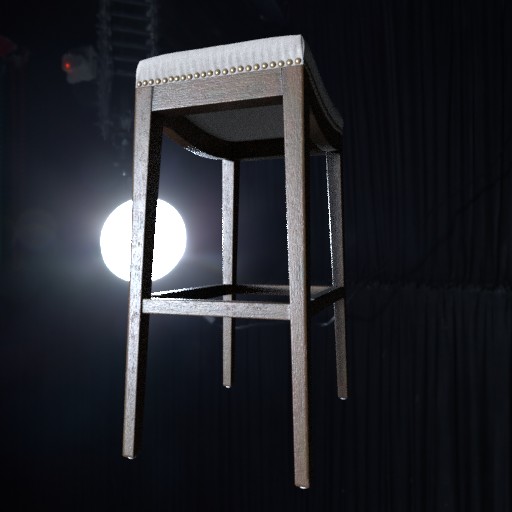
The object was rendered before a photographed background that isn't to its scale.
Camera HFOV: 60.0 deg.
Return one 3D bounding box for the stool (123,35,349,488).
[{"bbox_3d":[0.000,0.000,1.013,0.356,0.762,0.508,0,0,19],"label":"stool"}]
